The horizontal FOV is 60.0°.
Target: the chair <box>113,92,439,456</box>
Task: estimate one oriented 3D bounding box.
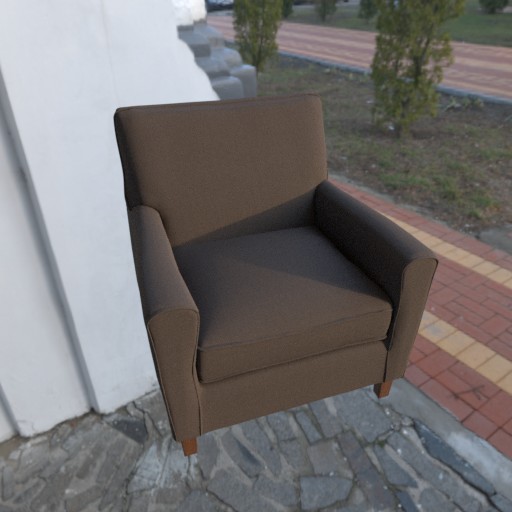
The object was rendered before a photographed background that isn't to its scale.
[{"bbox_3d":[0.000,0.000,1.562,0.836,0.911,0.831,-10,34,-16],"label":"chair"}]
